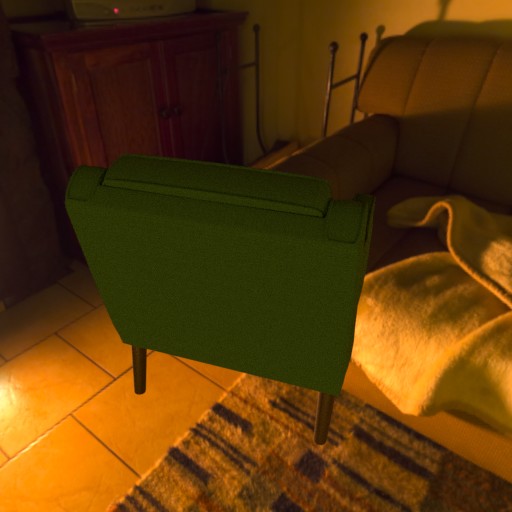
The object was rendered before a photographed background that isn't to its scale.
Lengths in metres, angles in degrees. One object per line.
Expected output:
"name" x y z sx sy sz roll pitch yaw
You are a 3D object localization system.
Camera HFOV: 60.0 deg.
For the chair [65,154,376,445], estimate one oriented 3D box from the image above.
"chair" 0.000 0.000 1.357 0.663 0.792 0.743 10 35 15
